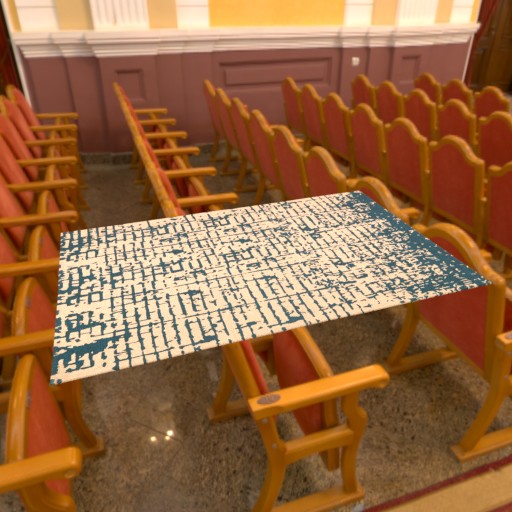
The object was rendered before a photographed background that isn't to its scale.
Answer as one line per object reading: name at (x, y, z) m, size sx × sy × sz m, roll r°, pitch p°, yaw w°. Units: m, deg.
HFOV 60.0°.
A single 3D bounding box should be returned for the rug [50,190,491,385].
rug at (0.000, 0.000, 2.902) m, size 2.435 × 0.011 × 1.517 m, roll -10°, pitch 32°, yaw -16°
